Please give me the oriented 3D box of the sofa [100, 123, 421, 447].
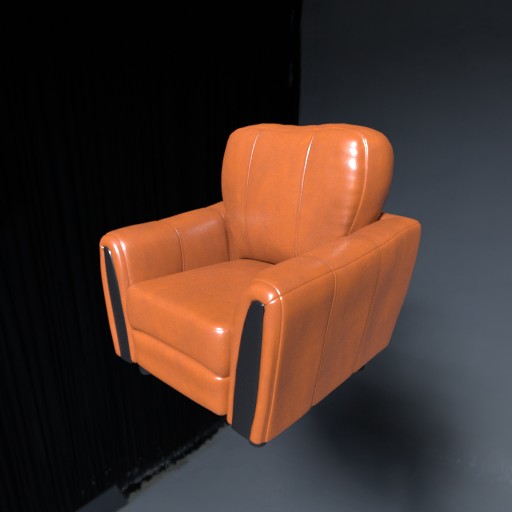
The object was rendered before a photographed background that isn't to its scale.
[{"bbox_3d":[0.000,0.000,1.531,0.836,0.876,0.789,15,22,41],"label":"sofa"}]
